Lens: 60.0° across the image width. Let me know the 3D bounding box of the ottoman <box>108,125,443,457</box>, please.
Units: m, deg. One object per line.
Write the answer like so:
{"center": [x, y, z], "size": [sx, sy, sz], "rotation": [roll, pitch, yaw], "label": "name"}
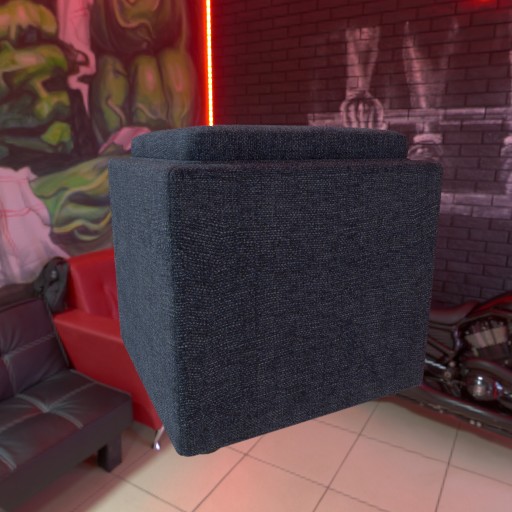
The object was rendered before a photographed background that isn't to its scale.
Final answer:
{"center": [0.000, 0.000, 0.829], "size": [0.450, 0.460, 0.450], "rotation": [-7, 15, -26], "label": "ottoman"}
